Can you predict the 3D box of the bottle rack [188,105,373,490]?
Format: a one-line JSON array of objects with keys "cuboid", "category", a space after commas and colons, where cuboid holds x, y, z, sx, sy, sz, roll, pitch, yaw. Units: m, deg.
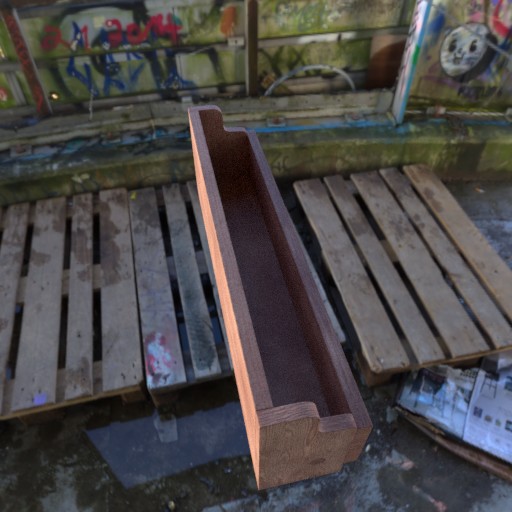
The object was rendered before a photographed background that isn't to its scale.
[{"cuboid": [0.000, 0.000, 0.696, 0.126, 0.196, 0.608, -9, 48, -8], "category": "bottle rack"}]
